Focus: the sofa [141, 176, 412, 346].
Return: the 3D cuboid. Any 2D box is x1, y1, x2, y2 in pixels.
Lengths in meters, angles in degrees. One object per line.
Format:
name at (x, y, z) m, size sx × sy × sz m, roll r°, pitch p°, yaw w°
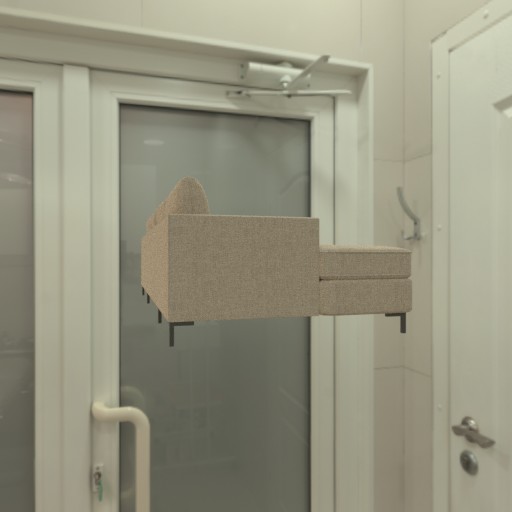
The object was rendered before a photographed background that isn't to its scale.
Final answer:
sofa at (0.000, 0.000, 4.311) m, size 2.021 × 0.996 × 3.423 m, roll 0°, pitch 0°, yaw -17°
